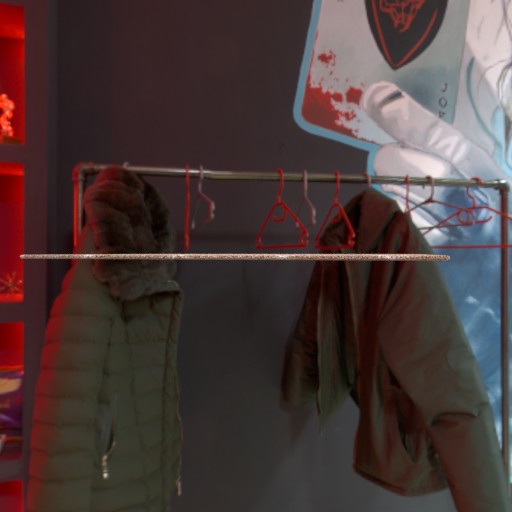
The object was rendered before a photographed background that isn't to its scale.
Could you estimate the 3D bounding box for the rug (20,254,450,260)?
[{"bbox_3d":[0.000,0.000,4.093,3.047,0.029,2.438,0,0,17],"label":"rug"}]
